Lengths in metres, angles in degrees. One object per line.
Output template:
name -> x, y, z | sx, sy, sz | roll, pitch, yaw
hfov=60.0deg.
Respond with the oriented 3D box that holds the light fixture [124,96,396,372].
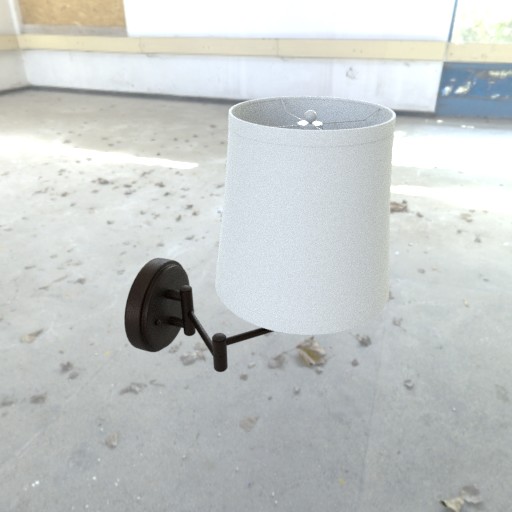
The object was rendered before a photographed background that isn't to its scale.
light fixture -> 0.000, 0.000, 0.264 | 0.157, 0.172, 0.100 | 10, 31, 17
